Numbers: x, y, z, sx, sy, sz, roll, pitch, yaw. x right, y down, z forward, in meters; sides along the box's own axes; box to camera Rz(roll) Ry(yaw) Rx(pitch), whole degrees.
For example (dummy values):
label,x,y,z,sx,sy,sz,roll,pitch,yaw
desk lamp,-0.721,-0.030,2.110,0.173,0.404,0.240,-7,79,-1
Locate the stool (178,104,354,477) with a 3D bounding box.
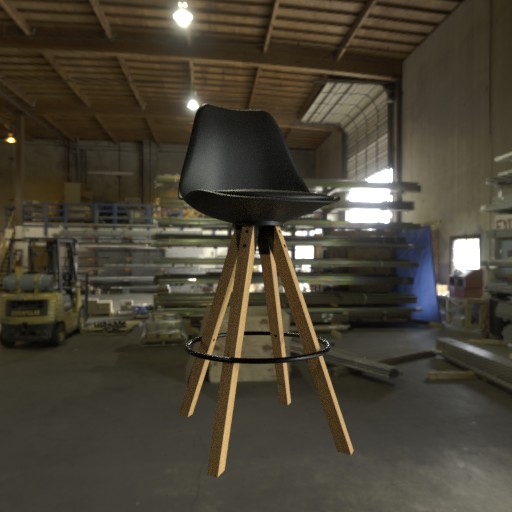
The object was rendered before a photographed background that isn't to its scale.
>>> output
label,x,y,z,sx,sy,sz,roll,pitch,yaw
stool,0.000,0.000,1.422,0.485,1.115,0.550,0,0,-19
